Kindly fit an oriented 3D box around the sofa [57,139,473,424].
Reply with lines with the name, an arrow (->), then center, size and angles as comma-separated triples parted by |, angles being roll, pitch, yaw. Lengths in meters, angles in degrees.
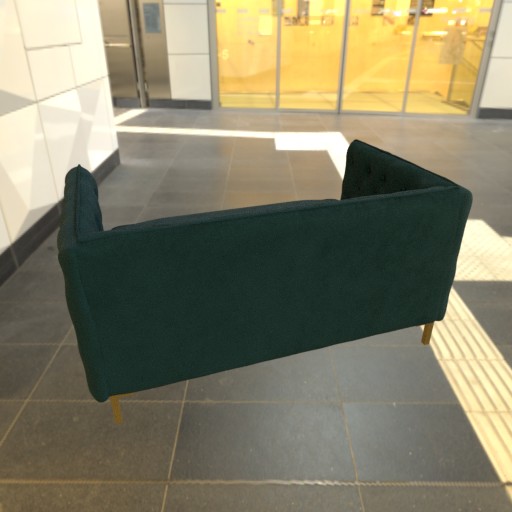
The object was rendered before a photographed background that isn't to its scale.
sofa -> 0.000, 0.000, 2.079 | 1.583, 0.810, 0.909 | -9, 29, -17
